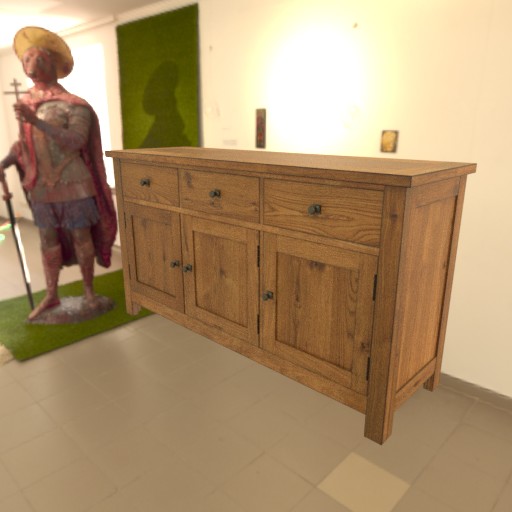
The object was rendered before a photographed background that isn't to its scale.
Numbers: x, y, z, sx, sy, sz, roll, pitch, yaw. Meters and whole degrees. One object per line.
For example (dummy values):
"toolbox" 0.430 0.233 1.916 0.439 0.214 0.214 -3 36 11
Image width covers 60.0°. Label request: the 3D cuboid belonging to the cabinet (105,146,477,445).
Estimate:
"cabinet" 0.000 0.000 1.838 1.474 0.813 0.480 15 22 41
